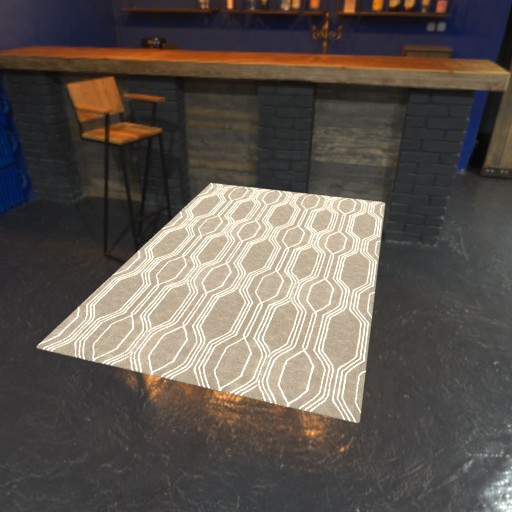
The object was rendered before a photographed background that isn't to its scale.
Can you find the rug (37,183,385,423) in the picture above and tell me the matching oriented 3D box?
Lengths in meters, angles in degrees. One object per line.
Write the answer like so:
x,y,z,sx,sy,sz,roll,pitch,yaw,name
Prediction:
0.000,0.000,2.328,1.239,0.012,1.836,9,31,14,rug
